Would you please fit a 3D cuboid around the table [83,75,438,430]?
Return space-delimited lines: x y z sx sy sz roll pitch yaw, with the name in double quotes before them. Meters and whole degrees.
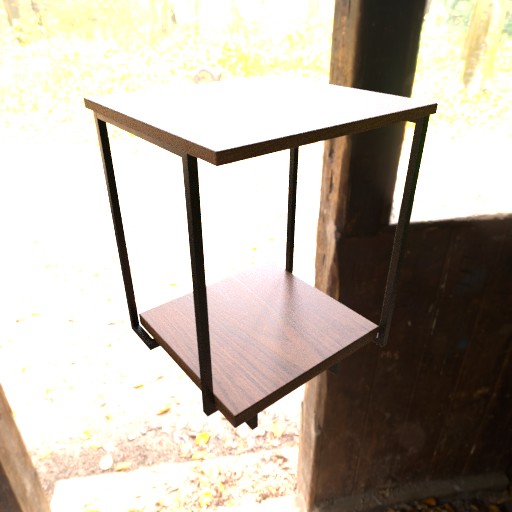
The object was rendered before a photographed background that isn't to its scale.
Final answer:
"table" 0.000 0.000 0.839 0.411 0.567 0.384 -22 36 -33
